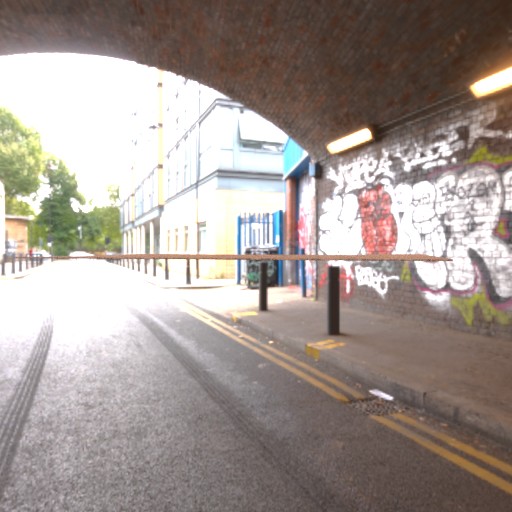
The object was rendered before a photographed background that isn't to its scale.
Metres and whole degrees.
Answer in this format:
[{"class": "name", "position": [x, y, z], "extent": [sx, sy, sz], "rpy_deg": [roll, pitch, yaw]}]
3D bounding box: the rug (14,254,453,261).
[{"class": "rug", "position": [0.000, 0.000, 4.023], "extent": [3.054, 0.030, 2.430], "rpy_deg": [0, 1, 18]}]
